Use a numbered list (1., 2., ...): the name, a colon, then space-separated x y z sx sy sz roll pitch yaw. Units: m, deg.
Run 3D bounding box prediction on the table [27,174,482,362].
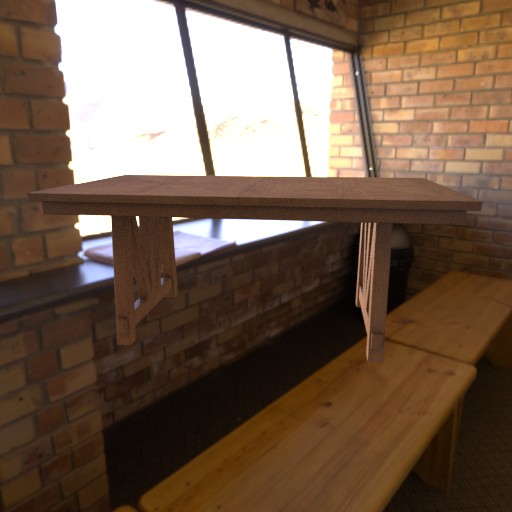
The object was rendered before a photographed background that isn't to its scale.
1. table: 0.000 0.000 2.395 1.881 0.768 1.016 2 15 8
